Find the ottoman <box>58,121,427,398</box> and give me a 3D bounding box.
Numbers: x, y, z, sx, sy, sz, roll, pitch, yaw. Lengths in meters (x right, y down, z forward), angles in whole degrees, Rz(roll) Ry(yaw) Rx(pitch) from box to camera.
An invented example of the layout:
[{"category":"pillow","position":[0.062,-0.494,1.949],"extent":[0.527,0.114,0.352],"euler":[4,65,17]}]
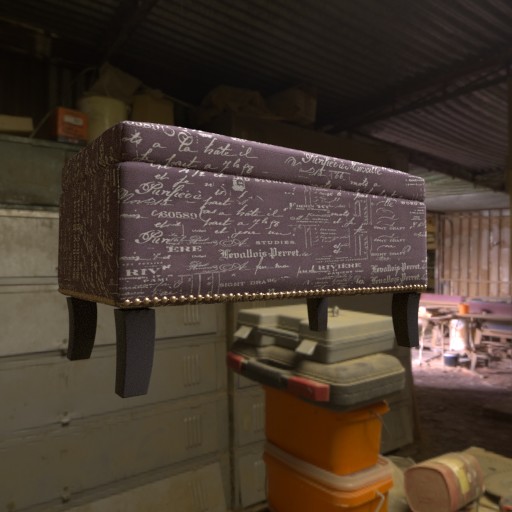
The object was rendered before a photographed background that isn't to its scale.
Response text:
[{"category":"ottoman","position":[0.000,0.000,1.060],"extent":[0.813,0.457,0.406],"euler":[1,-2,-36]}]
